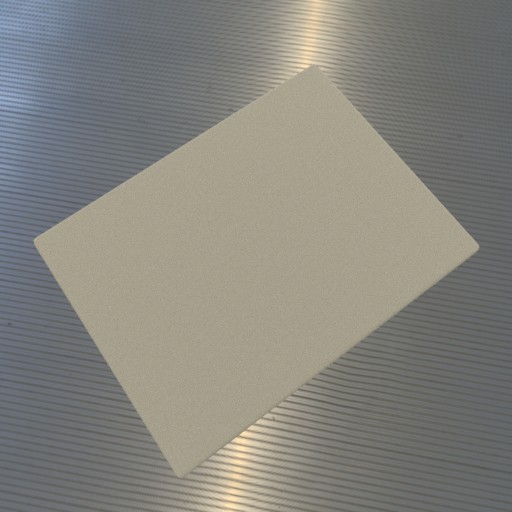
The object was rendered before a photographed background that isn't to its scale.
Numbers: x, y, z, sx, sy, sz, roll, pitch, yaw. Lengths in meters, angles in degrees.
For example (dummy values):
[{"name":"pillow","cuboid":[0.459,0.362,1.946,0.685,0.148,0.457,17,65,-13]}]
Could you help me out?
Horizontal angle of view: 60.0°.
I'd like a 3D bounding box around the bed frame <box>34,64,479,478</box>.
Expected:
[{"name":"bed frame","cuboid":[0.000,0.000,3.519,2.635,0.680,1.990,-35,77,-9]}]
